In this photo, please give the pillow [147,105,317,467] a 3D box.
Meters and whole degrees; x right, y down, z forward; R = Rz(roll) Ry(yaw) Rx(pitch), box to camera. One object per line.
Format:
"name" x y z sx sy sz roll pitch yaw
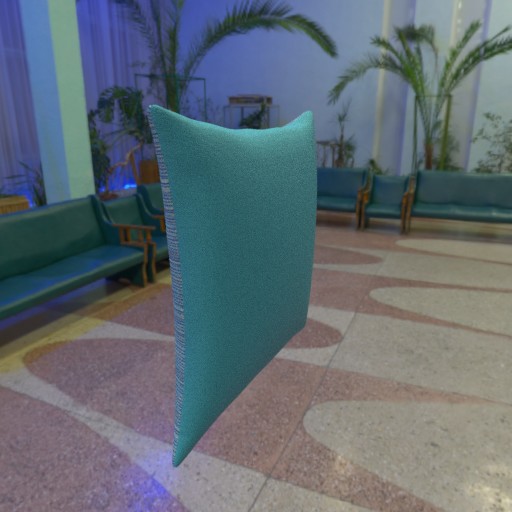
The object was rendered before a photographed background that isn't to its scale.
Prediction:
"pillow" 0.000 0.000 0.781 0.150 0.497 0.514 8 19 26
